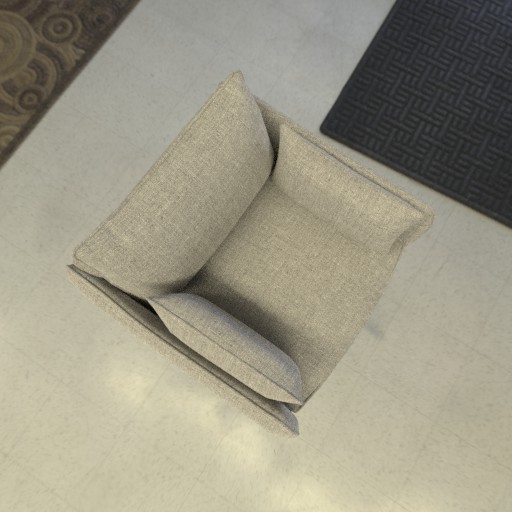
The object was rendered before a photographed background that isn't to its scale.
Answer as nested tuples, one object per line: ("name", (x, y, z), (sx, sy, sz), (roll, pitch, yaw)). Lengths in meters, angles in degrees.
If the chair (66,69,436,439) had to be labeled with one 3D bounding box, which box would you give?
("chair", (0.000, 0.000, 1.698), (0.976, 0.839, 0.993), (34, 78, 8))
